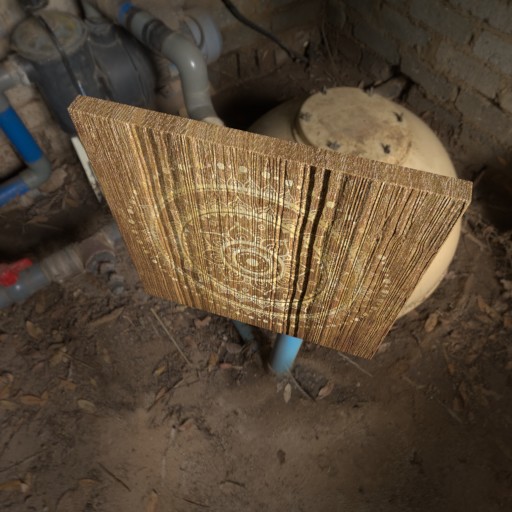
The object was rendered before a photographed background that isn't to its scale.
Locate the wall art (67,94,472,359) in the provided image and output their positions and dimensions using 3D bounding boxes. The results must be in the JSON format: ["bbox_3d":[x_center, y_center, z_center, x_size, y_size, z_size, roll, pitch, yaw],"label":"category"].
[{"bbox_3d":[0.000,0.000,0.899,0.611,0.608,0.042,15,58,9],"label":"wall art"}]
